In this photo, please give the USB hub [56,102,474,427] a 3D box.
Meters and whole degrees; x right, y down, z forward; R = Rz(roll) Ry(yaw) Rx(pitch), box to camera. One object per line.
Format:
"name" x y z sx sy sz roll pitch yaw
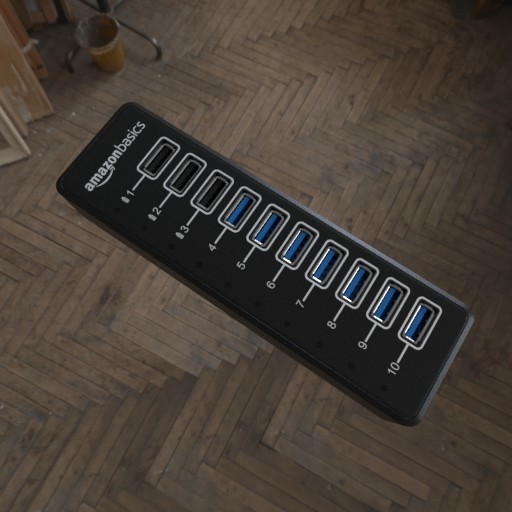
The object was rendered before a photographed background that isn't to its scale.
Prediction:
"USB hub" 0.000 0.000 0.160 0.145 0.023 0.044 33 77 9
